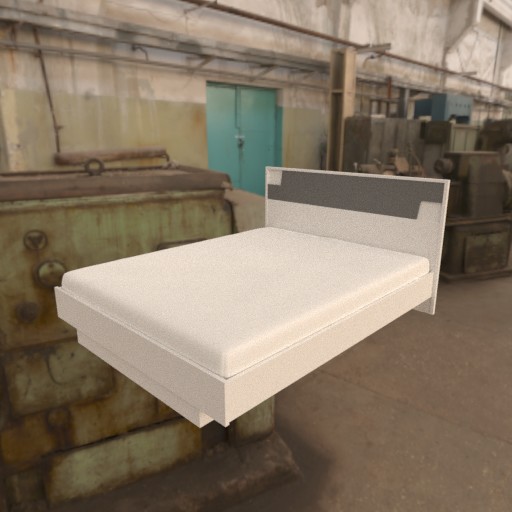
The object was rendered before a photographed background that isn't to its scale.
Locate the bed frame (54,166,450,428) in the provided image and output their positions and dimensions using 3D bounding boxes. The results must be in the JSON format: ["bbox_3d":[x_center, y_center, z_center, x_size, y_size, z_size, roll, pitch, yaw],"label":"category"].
[{"bbox_3d":[0.000,0.000,3.047,1.711,1.001,2.100,15,21,42],"label":"bed frame"}]
